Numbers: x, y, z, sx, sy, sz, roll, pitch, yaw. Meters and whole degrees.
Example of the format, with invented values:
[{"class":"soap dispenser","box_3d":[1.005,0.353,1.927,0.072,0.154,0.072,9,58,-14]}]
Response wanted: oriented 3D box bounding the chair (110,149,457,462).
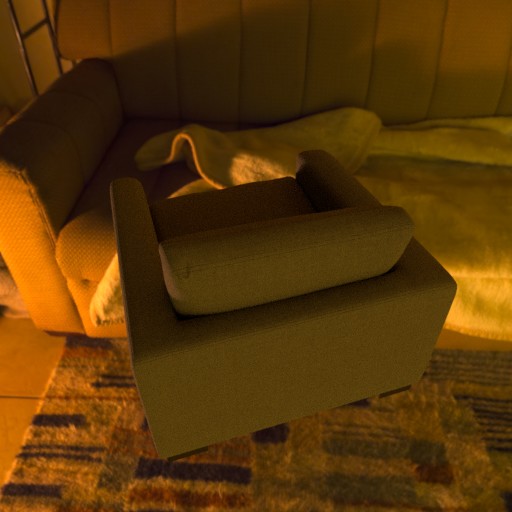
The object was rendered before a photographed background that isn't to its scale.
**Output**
[{"class":"chair","box_3d":[0.000,0.000,1.842,1.070,0.847,1.100,-12,41,-13]}]
